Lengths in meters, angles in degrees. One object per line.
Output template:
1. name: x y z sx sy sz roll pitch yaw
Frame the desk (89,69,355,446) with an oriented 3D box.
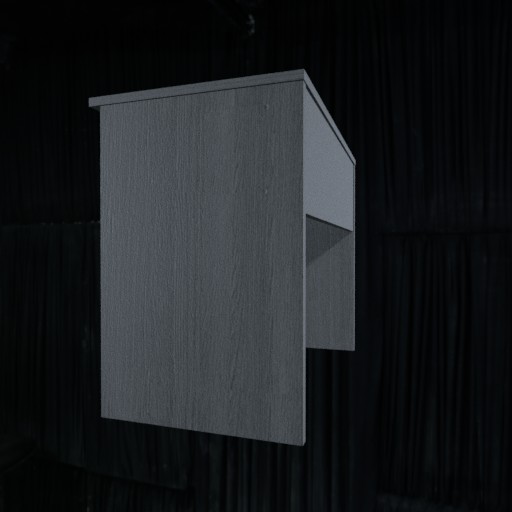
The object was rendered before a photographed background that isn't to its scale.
1. desk: 0.000 0.000 1.352 0.498 0.724 0.893 0 1 19
